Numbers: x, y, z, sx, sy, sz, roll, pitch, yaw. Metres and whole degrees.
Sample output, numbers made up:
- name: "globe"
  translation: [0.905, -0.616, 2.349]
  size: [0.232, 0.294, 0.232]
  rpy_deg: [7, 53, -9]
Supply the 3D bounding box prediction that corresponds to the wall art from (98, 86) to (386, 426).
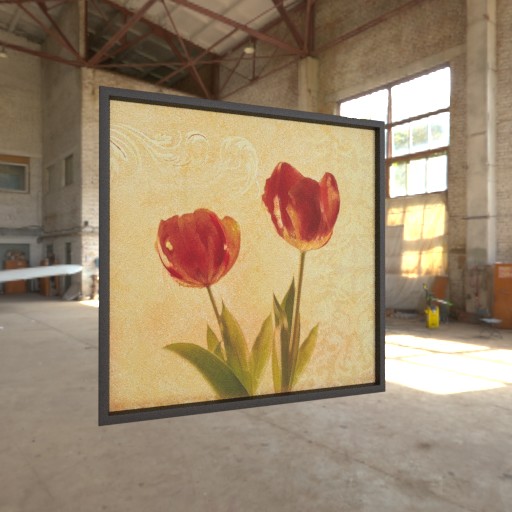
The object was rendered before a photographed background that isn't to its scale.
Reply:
- name: "wall art"
  translation: [0.000, 0.000, 1.204]
  size: [0.805, 0.807, 0.043]
  rpy_deg: [0, 0, -20]
